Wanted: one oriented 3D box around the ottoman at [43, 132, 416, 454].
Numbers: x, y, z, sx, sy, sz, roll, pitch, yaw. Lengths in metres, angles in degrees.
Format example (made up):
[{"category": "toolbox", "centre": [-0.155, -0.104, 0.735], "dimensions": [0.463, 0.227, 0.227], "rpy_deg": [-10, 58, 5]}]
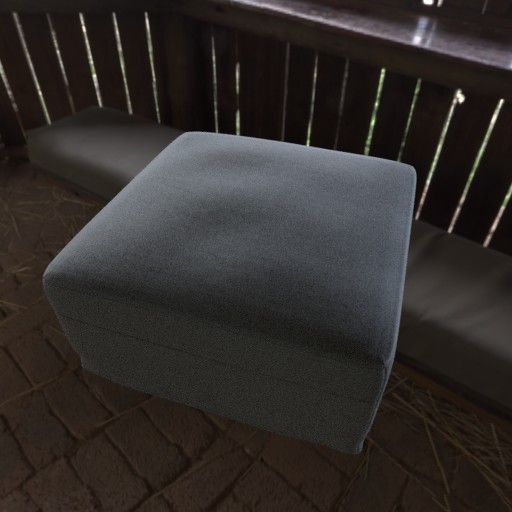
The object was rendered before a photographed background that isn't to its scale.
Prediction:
[{"category": "ottoman", "centre": [0.000, 0.000, 1.344], "dimensions": [0.842, 0.441, 0.843], "rpy_deg": [12, 43, 14]}]
